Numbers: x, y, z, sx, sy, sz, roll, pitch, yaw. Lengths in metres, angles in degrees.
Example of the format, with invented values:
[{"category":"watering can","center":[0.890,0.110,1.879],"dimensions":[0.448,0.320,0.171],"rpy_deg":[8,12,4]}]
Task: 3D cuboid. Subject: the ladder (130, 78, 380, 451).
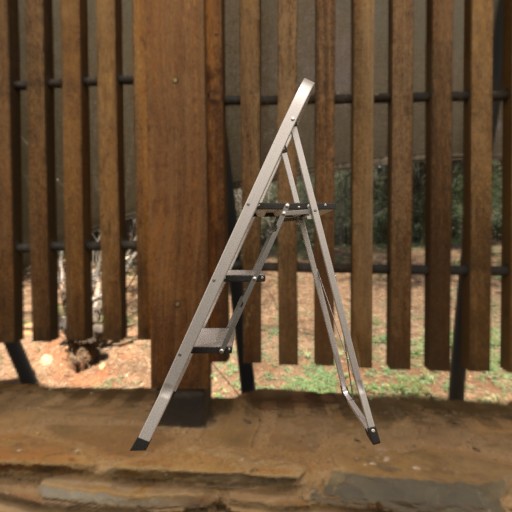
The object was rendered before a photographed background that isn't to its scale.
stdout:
[{"category":"ladder","center":[0.000,0.000,1.452],"dimensions":[0.704,1.070,0.465],"rpy_deg":[0,1,-1]}]
